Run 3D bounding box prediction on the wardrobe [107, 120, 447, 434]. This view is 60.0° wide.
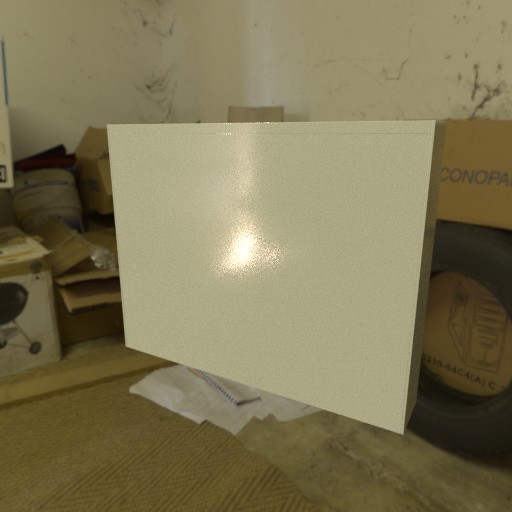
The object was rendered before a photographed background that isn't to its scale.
[{"bbox_3d":[0.000,0.000,4.127,3.000,2.360,0.580,9,18,29],"label":"wardrobe"}]
